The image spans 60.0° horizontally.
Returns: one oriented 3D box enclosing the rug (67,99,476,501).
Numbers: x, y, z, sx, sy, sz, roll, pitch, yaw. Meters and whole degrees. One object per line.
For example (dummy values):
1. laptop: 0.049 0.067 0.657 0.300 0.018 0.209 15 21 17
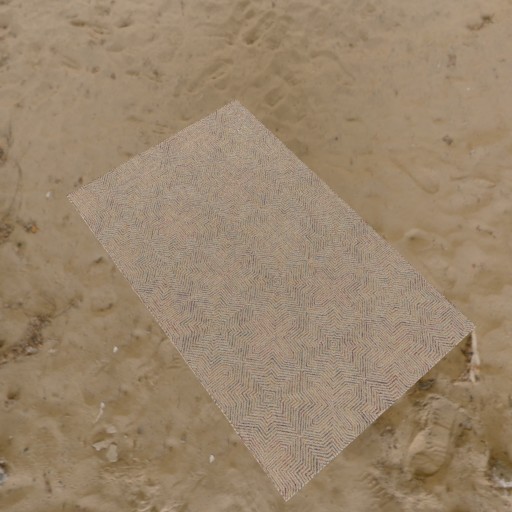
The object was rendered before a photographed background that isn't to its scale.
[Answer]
1. rug: 0.000 0.000 2.931 1.519 0.007 2.428 -35 68 -16
